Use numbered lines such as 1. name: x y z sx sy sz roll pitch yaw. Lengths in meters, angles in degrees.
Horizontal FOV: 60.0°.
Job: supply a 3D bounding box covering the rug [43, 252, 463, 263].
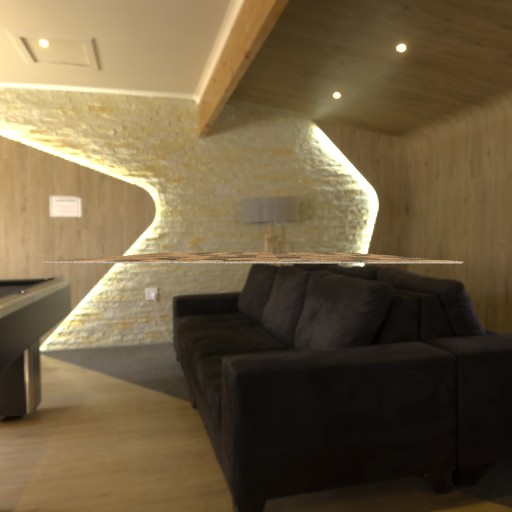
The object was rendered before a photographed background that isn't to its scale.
1. rug: 0.000 0.000 4.099 2.451 0.011 3.072 0 1 1
